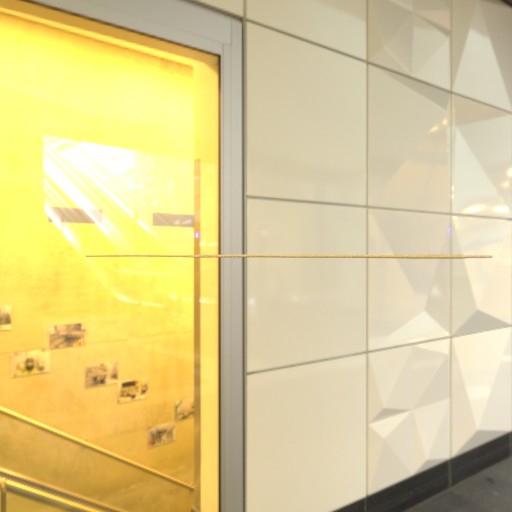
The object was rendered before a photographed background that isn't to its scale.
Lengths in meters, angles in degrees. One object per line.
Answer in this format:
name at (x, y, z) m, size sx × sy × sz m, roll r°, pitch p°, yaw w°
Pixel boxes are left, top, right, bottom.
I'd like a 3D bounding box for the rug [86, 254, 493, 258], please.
rug at (0.000, 0.000, 2.374) m, size 2.182 × 0.015 × 0.645 m, roll 0°, pitch 0°, yaw 36°
